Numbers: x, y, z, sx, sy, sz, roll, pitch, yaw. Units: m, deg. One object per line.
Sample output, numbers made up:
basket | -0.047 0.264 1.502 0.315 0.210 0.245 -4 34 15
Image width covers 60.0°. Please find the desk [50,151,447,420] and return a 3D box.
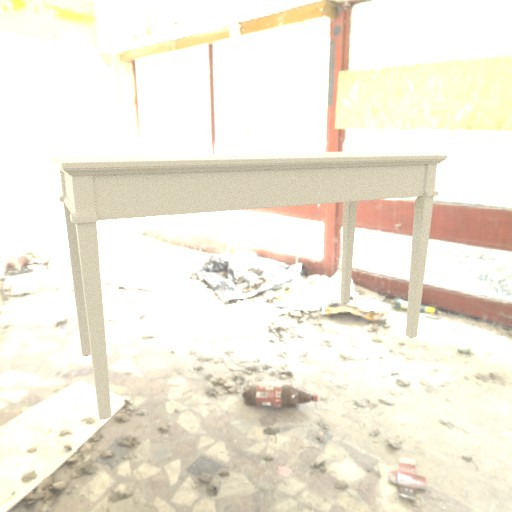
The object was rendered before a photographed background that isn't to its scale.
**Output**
desk | 0.000 0.000 1.747 1.372 0.774 0.559 -7 16 -26
